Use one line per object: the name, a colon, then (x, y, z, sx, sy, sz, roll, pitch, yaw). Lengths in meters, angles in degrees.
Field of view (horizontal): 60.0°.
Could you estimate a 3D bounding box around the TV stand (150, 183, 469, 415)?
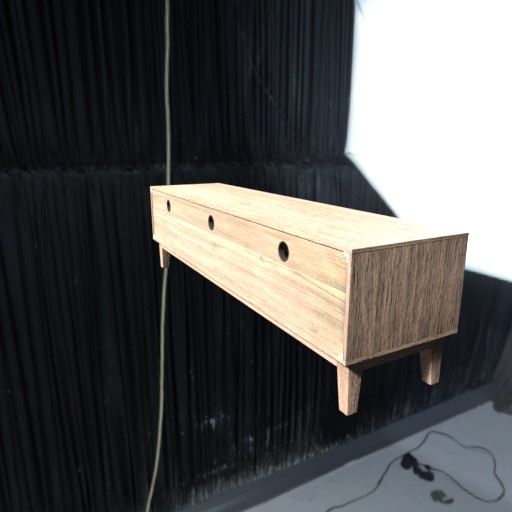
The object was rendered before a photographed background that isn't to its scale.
TV stand: (0.000, 0.000, 1.666, 0.366, 0.409, 1.482, -8, 16, -28)
